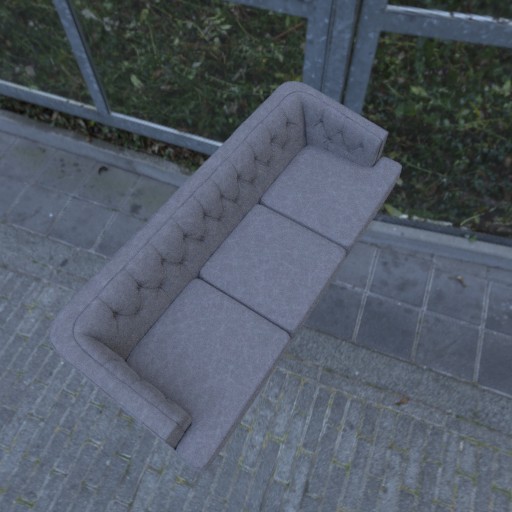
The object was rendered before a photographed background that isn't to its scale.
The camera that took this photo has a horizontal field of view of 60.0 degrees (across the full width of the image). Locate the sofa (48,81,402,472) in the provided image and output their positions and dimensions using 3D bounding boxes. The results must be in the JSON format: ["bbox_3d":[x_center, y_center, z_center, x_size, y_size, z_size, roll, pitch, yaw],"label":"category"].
[{"bbox_3d":[0.000,0.000,2.651,0.917,0.806,2.247,30,63,17],"label":"sofa"}]
